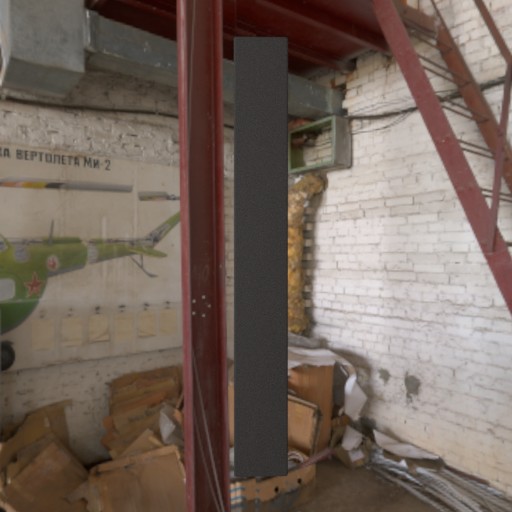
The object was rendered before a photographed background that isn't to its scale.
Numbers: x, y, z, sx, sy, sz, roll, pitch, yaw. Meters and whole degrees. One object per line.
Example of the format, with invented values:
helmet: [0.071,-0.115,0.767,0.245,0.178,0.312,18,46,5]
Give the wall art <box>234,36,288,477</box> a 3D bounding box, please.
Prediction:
wall art: [0.000,0.000,0.459,0.037,0.305,0.305,0,0,-1]
